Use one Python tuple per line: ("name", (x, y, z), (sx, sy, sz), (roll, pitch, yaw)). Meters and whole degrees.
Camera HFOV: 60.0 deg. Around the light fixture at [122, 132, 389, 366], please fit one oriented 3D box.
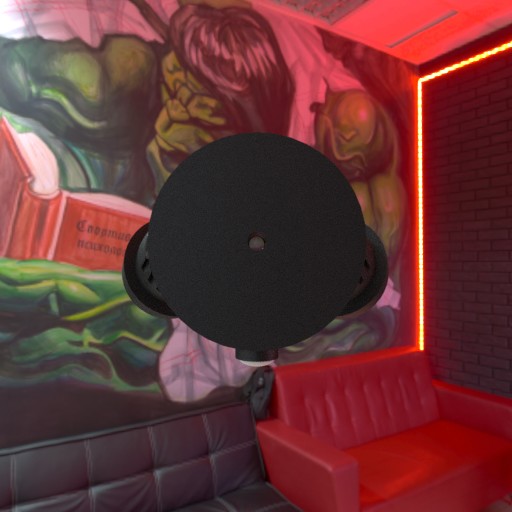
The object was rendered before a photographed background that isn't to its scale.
("light fixture", (0.000, 0.000, 0.303), (0.213, 0.120, 0.168), (0, -1, 0))
